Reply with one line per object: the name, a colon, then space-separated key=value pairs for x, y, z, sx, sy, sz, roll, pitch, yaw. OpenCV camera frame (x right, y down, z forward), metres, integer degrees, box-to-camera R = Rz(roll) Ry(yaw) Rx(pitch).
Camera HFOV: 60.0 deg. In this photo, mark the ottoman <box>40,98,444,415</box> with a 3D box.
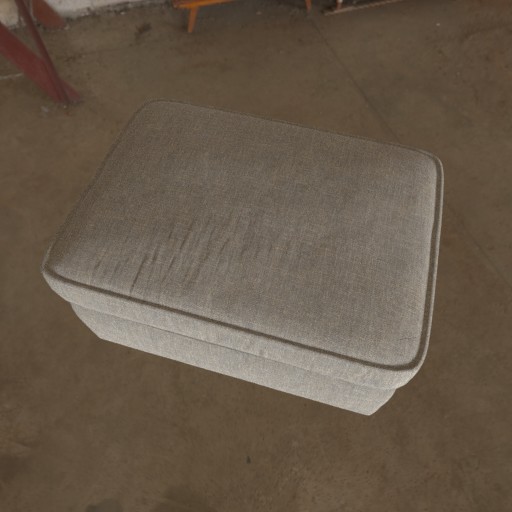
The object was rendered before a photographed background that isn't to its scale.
ottoman: x=0.000 y=0.000 z=1.091 sx=0.762 sy=0.457 sz=0.559 roll=14 pitch=59 yaw=8
